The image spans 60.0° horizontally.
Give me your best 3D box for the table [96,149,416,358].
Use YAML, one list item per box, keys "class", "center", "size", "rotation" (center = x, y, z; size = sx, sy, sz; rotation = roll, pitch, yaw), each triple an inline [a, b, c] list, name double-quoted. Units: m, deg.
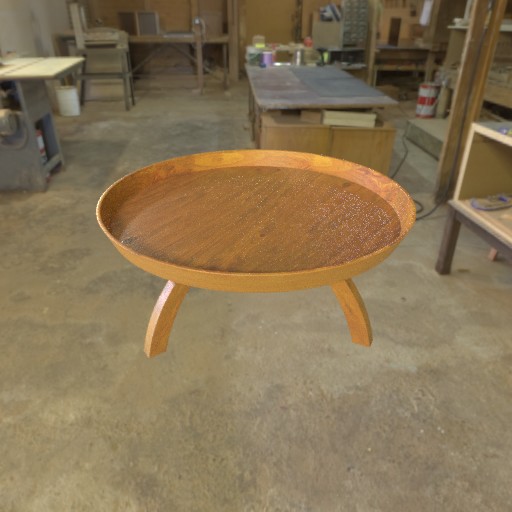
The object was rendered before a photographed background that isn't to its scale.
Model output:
- class: "table"
  center: [0.000, 0.000, 1.556]
  size: [1.016, 0.470, 1.016]
  rotation: [0, 29, 0]
